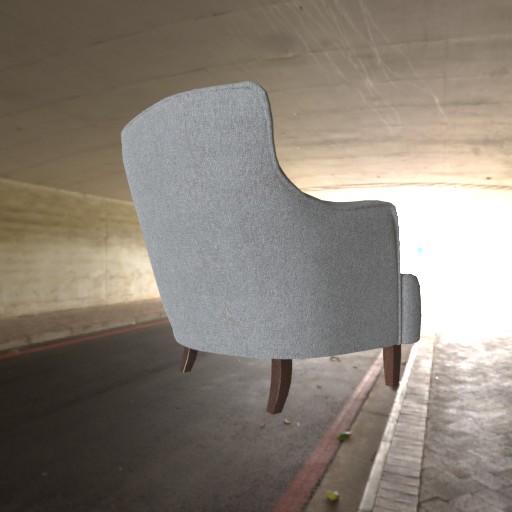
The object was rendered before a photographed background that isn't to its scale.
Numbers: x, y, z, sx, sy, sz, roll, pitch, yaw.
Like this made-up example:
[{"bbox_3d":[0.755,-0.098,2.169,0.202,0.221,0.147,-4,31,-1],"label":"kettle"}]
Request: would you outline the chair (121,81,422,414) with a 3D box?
[{"bbox_3d":[0.000,0.000,1.602,0.910,0.920,0.820,0,-1,-35],"label":"chair"}]
